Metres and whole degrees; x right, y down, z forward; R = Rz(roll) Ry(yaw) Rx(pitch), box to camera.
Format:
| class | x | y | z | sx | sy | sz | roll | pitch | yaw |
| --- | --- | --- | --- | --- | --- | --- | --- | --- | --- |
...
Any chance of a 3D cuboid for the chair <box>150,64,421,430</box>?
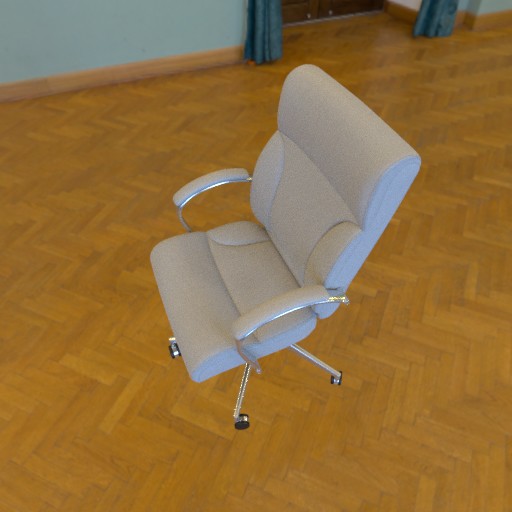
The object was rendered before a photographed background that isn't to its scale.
| class | x | y | z | sx | sy | sz | roll | pitch | yaw |
| --- | --- | --- | --- | --- | --- | --- | --- | --- | --- |
| chair | 0.000 | 0.000 | 1.578 | 0.745 | 1.099 | 0.727 | -17 | 49 | -15 |
